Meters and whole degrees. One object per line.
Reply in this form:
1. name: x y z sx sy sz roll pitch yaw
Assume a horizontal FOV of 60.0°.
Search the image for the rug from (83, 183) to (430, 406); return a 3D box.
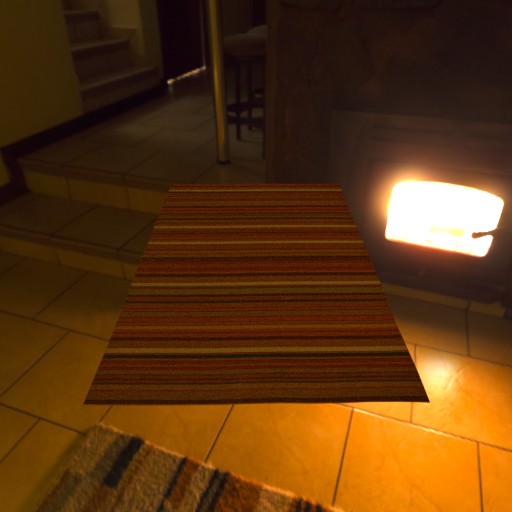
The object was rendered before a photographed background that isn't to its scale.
1. rug: 0.000 0.000 2.968 1.523 0.008 2.438 0 32 0
